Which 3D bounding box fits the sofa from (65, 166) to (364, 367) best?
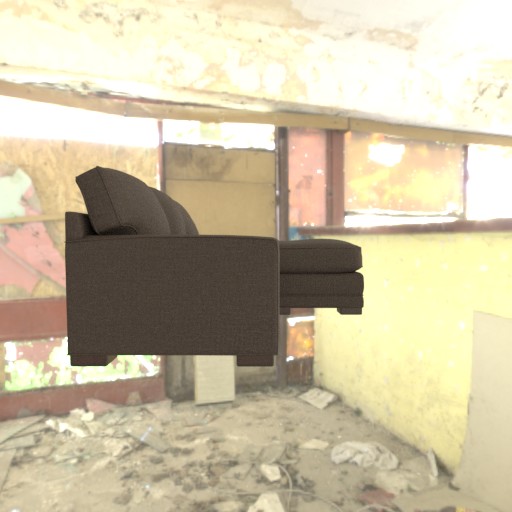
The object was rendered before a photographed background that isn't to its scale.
[{"bbox_3d":[0.000,0.000,3.229,1.790,0.973,2.370,0,2,0],"label":"sofa"}]
